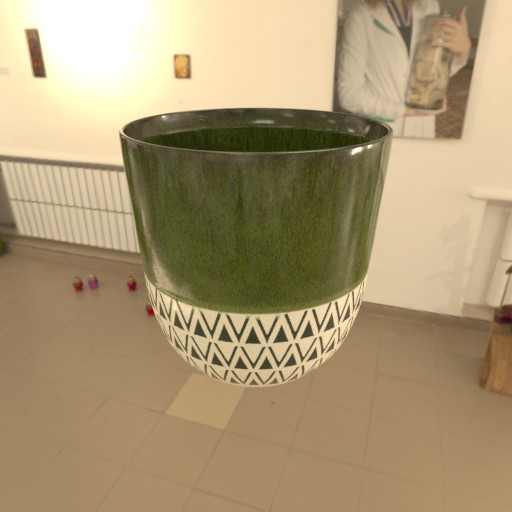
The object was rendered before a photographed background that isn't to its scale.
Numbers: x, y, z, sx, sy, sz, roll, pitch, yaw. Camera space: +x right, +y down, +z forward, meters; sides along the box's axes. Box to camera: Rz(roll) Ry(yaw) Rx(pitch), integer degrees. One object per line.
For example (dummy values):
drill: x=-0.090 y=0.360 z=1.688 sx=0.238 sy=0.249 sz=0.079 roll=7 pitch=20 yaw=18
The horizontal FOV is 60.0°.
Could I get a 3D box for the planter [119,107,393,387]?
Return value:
planter: x=0.000 y=0.000 z=0.468 sx=0.245 sy=0.270 sz=0.245 roll=0 pitch=25 yaw=0
